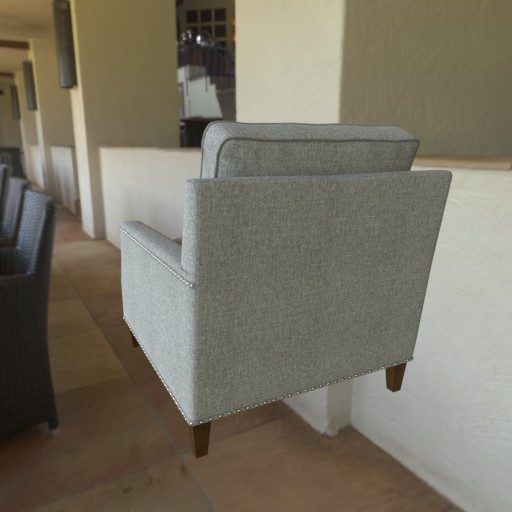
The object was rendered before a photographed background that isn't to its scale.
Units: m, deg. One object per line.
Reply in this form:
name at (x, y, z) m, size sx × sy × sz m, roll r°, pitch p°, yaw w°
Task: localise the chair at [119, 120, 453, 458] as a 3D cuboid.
chair at (0.000, 0.000, 1.682) m, size 0.853 × 0.943 × 1.014 m, roll -7°, pitch 16°, yaw -27°
